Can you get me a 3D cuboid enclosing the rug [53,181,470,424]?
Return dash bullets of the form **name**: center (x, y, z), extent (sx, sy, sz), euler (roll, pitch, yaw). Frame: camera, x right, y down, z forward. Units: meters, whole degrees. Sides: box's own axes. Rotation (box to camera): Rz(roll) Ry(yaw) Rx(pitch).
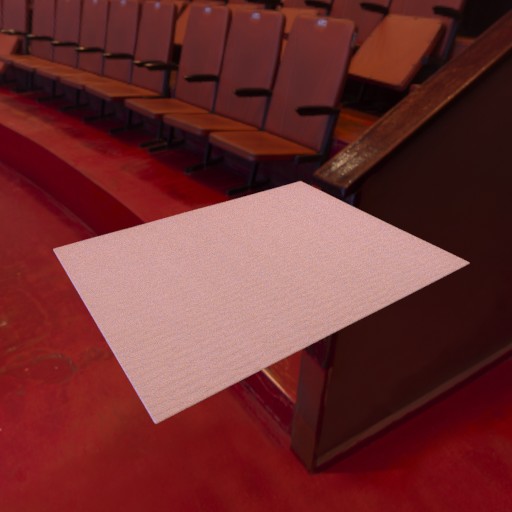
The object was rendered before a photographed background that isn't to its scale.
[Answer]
- **rug**: center (0.000, 0.000, 4.127), extent (3.055, 0.021, 2.410), euler (-20, 36, -29)
